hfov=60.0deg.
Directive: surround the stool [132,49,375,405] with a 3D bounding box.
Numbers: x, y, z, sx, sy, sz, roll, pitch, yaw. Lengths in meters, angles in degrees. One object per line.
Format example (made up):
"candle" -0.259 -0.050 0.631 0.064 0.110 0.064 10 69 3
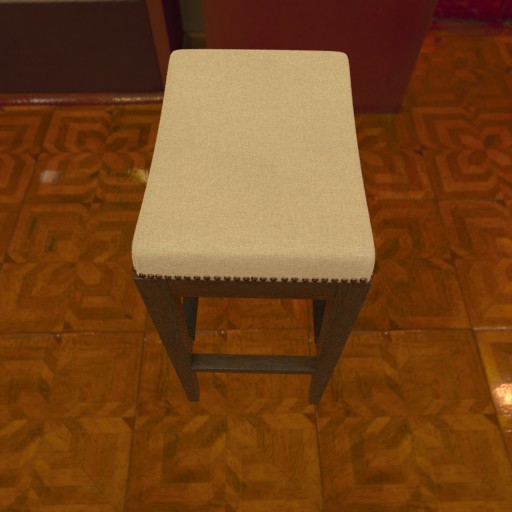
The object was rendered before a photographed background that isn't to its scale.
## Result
"stool" 0.000 0.000 1.037 0.358 0.759 0.498 1 58 1
